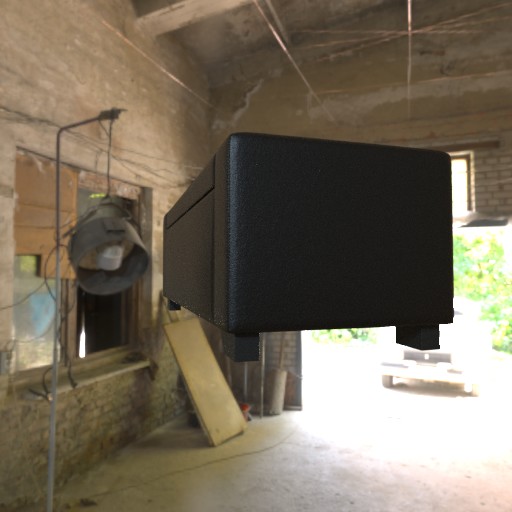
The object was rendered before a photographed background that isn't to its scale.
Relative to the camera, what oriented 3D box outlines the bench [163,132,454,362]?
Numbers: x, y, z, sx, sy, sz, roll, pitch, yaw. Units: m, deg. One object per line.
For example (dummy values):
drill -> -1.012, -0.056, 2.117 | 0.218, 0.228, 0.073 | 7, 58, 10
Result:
bench -> 0.000, 0.000, 1.497 | 0.508, 0.445, 1.296 | 1, -2, -17
